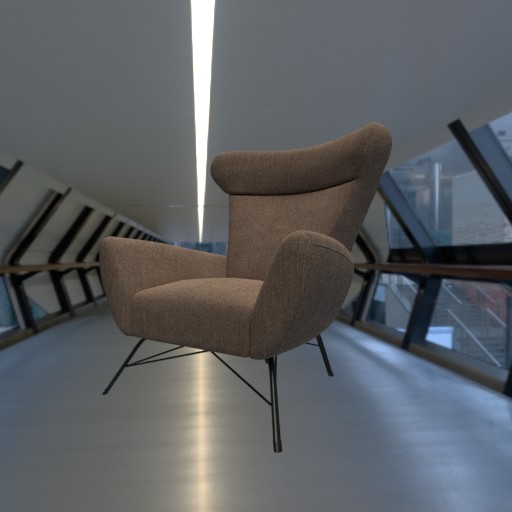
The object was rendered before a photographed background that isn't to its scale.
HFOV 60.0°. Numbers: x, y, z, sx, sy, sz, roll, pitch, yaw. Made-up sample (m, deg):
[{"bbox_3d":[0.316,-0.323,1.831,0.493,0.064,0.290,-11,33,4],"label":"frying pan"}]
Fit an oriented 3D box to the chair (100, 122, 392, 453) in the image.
[{"bbox_3d":[0.000,0.000,1.786,0.980,1.040,0.900,0,1,37],"label":"chair"}]
